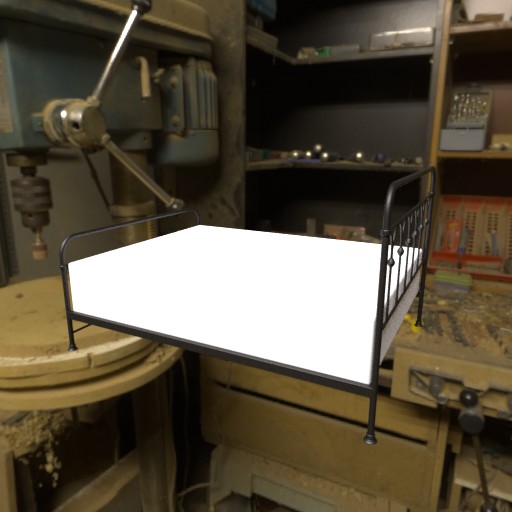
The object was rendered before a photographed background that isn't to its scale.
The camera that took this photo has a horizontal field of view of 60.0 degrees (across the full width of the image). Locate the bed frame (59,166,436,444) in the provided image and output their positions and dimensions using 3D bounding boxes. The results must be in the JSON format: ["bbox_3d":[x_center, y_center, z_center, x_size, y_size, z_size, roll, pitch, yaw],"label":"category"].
[{"bbox_3d":[0.000,0.000,3.224,2.203,1.276,1.664,8,17,27],"label":"bed frame"}]
